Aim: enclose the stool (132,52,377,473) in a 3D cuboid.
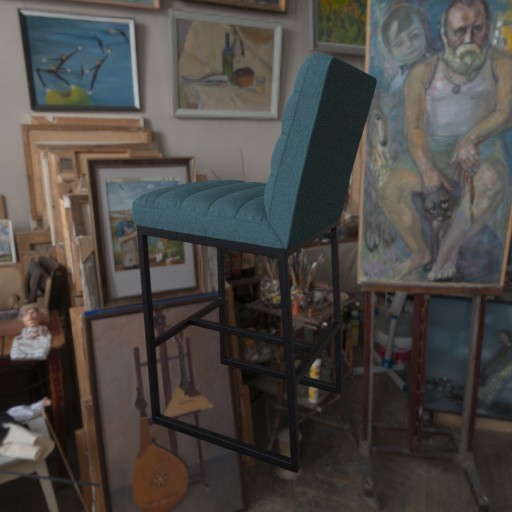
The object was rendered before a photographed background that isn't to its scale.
[{"bbox_3d":[0.000,0.000,1.333,0.560,1.040,0.460,7,17,25],"label":"stool"}]
